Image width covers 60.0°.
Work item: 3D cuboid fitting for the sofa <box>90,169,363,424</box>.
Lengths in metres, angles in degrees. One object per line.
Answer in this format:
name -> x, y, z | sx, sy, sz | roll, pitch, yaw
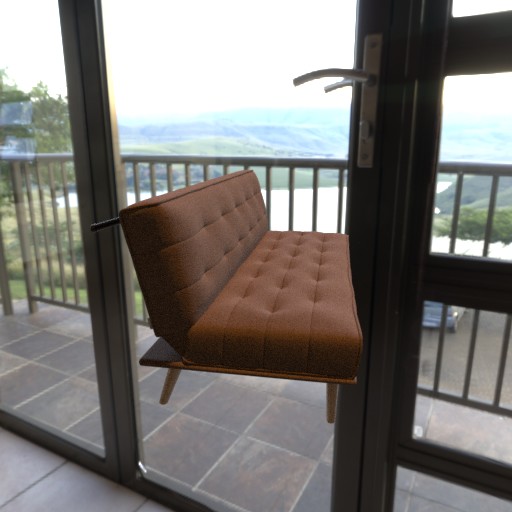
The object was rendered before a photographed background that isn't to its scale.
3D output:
sofa -> 0.000, 0.000, 2.384 | 1.038, 0.810, 1.820 | 3, 15, 10
